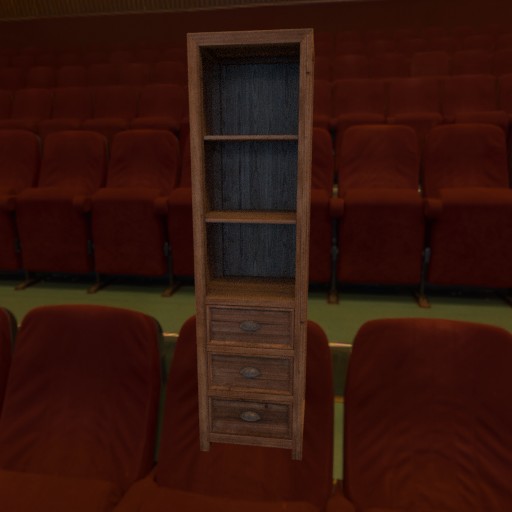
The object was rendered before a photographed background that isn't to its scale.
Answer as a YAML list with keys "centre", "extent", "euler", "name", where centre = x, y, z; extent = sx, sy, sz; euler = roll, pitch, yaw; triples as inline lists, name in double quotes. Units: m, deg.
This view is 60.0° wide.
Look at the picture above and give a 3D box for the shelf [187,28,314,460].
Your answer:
- centre: [0.000, 0.000, 2.145]
  extent: [0.500, 1.900, 0.428]
  euler: [2, 13, 8]
  name: "shelf"
